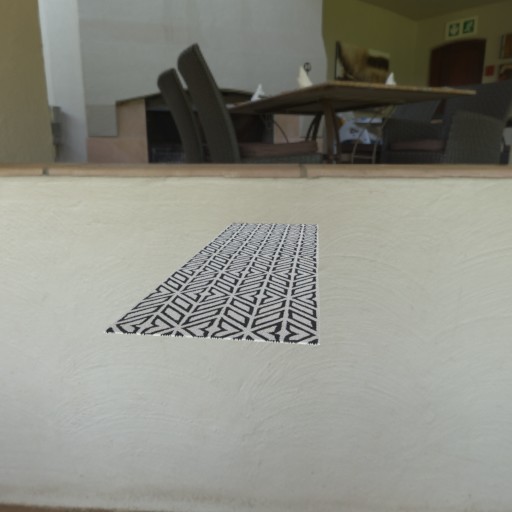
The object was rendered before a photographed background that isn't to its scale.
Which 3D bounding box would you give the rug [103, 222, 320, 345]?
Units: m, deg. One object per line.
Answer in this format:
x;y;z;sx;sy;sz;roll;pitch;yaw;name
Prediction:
0.000;0.000;2.666;0.750;0.009;2.435;2;13;7;rug
